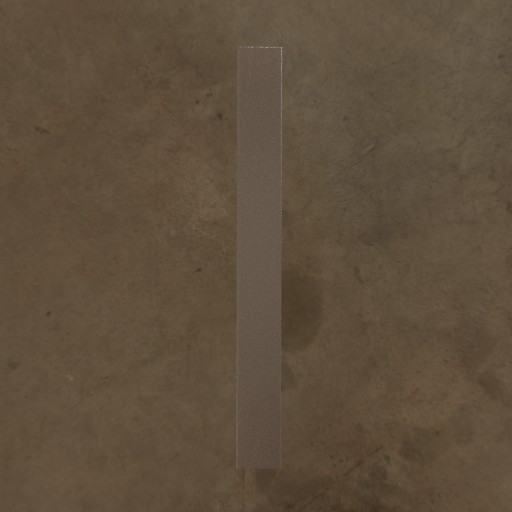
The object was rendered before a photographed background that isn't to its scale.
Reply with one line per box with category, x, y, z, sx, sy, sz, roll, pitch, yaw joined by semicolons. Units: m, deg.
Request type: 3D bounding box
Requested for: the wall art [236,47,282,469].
wall art;0.000;0.000;0.542;0.038;0.350;0.350;0;91;-1
